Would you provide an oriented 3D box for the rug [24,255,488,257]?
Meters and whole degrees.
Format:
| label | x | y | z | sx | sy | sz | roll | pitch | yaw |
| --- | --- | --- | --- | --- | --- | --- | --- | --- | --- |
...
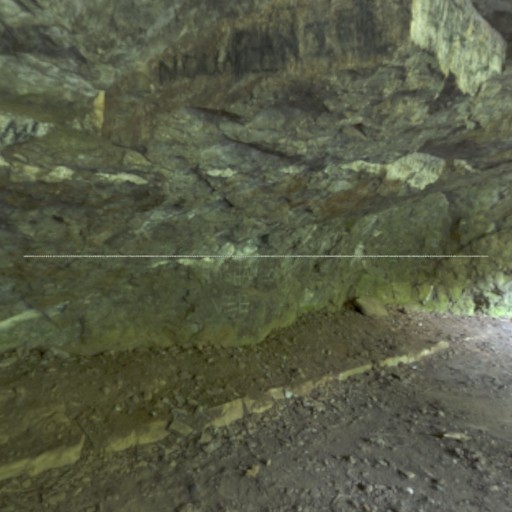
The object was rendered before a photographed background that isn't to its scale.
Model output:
| label | x | y | z | sx | sy | sz | roll | pitch | yaw |
| --- | --- | --- | --- | --- | --- | --- | --- | --- | --- |
| rug | 0.000 | 0.000 | 2.341 | 1.818 | 0.005 | 1.217 | 0 | 0 | 0 |
